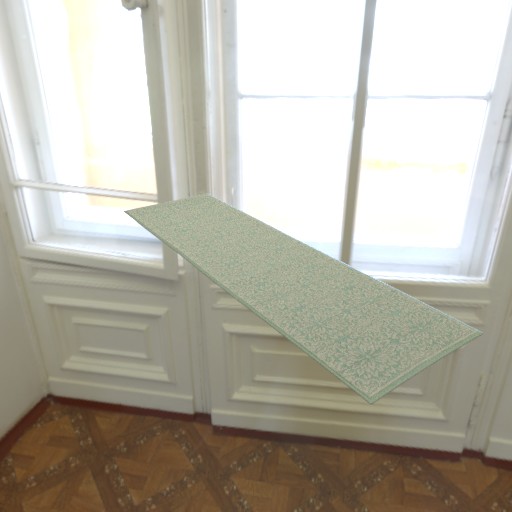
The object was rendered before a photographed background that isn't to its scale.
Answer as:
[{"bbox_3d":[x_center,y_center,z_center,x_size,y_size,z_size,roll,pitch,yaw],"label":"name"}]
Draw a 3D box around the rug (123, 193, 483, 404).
[{"bbox_3d":[0.000,0.000,2.396,0.662,0.011,2.196,-17,31,-32],"label":"rug"}]
